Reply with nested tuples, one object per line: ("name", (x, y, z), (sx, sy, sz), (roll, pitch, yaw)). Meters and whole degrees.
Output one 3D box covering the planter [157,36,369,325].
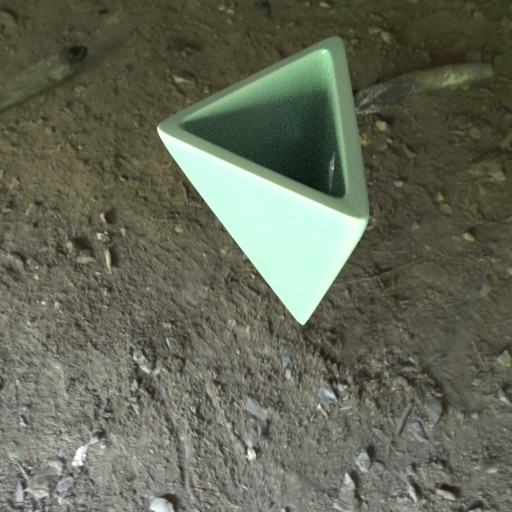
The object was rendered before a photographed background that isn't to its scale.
("planter", (0.000, 0.000, 0.215), (0.064, 0.178, 0.080), (0, 60, 0))
